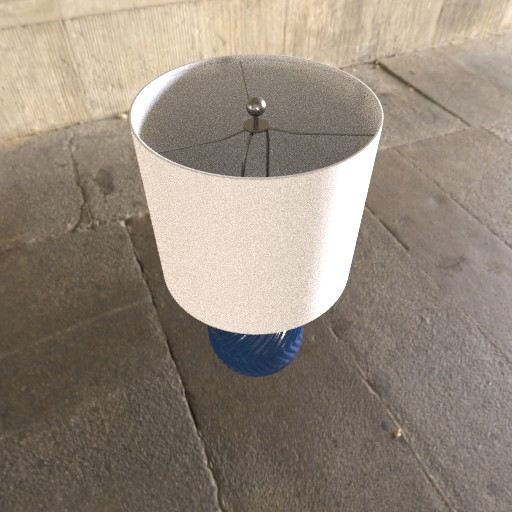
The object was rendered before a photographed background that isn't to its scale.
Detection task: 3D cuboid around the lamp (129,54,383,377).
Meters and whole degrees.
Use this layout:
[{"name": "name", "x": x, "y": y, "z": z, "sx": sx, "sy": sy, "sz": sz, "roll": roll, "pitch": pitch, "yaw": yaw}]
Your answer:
[{"name": "lamp", "x": 0.000, "y": 0.000, "z": 0.489, "sx": 0.203, "sy": 0.368, "sz": 0.203, "roll": 16, "pitch": 48, "yaw": 15}]
